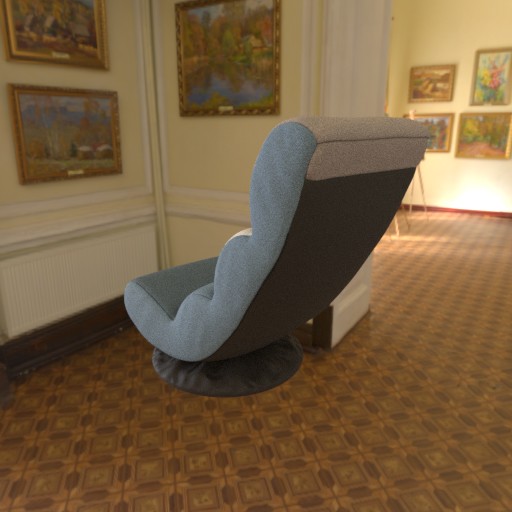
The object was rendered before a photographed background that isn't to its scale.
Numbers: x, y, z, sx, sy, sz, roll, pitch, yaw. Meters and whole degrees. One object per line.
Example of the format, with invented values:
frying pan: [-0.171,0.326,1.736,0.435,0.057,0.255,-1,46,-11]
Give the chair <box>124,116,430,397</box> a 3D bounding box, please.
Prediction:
chair: [0.000,0.000,1.081,0.420,0.641,0.661,-15,22,-42]
